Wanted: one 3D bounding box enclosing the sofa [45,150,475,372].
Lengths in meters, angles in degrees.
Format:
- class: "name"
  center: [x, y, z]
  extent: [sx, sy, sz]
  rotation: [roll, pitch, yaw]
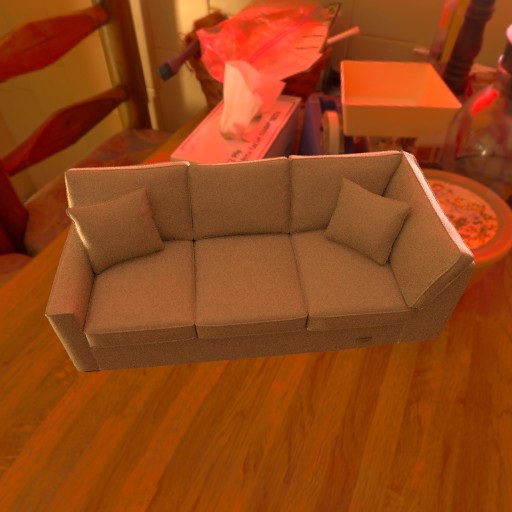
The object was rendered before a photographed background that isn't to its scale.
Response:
- class: "sofa"
  center: [0.000, 0.000, 2.827]
  extent: [2.317, 0.962, 1.061]
  rotation: [-4, 46, -4]
